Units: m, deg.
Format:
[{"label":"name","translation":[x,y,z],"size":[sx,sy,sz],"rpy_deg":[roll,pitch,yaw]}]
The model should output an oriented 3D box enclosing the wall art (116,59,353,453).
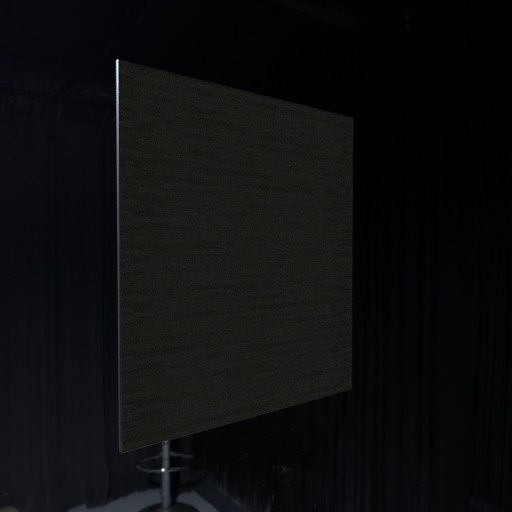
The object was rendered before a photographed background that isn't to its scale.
[{"label":"wall art","translation":[0.000,0.000,0.772],"size":[0.483,0.559,0.009],"rpy_deg":[-1,2,-36]}]
